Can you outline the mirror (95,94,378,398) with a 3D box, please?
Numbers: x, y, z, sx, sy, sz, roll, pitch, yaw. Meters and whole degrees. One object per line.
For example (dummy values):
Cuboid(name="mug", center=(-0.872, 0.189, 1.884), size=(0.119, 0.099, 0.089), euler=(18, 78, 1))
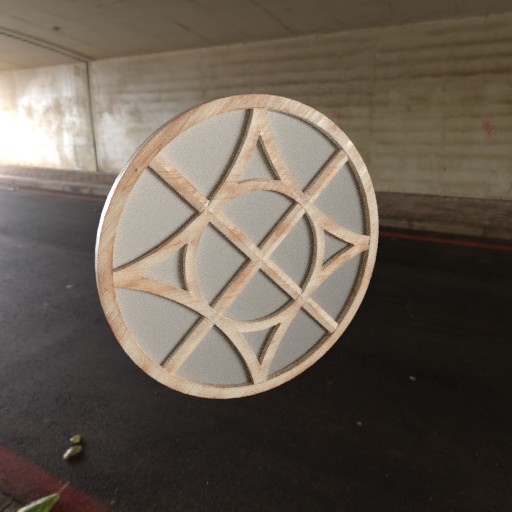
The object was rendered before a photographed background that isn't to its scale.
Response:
Cuboid(name="mirror", center=(0.000, 0.000, 1.036), size=(0.710, 0.710, 0.038), euler=(-8, 18, -26))
